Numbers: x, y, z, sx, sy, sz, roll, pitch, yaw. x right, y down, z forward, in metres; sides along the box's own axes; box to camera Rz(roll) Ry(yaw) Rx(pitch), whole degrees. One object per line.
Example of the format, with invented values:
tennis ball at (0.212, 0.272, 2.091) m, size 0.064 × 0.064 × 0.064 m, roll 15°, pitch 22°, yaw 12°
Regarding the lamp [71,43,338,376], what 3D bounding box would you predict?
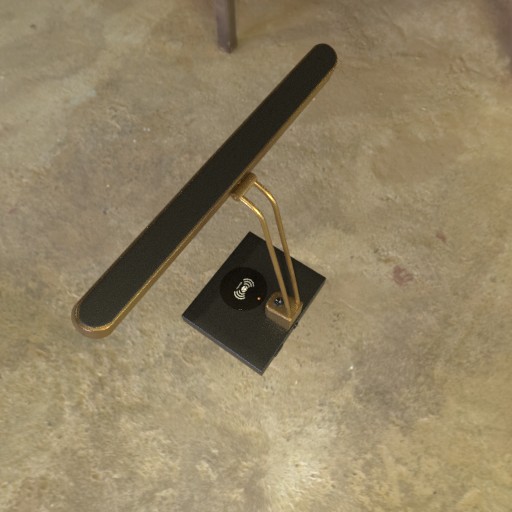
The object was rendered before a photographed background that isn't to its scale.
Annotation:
lamp at (0.000, 0.000, 0.576) m, size 0.156 × 0.345 × 0.412 m, roll 32°, pitch 68°, yaw 15°
